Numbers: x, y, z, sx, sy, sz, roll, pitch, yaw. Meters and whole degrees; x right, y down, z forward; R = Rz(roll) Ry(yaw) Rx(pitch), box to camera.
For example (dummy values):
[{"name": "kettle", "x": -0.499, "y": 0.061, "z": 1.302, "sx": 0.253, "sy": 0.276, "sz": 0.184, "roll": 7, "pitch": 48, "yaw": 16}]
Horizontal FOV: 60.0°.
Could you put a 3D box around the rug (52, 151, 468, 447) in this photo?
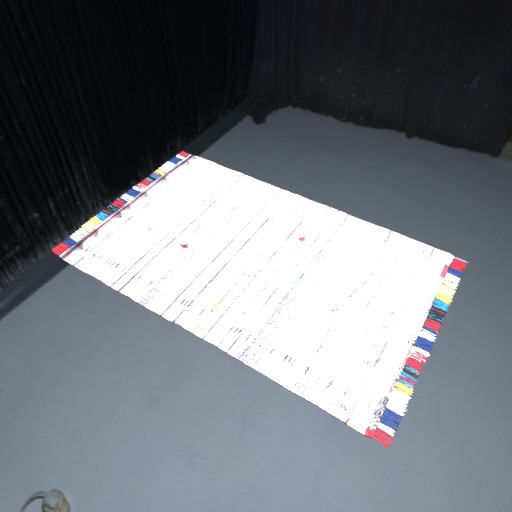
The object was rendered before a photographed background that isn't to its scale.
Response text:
[{"name": "rug", "x": 0.000, "y": 0.000, "z": 2.995, "sx": 2.465, "sy": 0.012, "sz": 1.465, "roll": 25, "pitch": 51, "yaw": 22}]
